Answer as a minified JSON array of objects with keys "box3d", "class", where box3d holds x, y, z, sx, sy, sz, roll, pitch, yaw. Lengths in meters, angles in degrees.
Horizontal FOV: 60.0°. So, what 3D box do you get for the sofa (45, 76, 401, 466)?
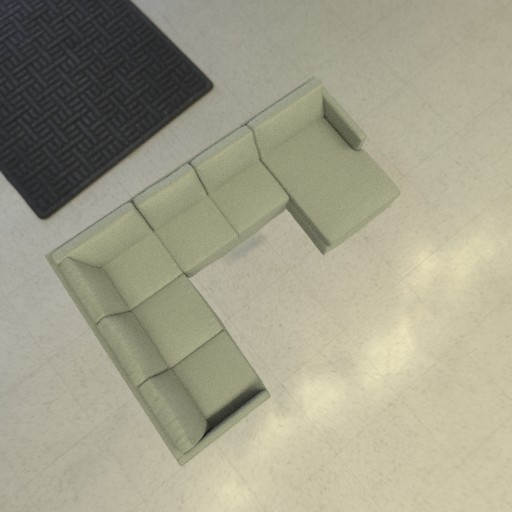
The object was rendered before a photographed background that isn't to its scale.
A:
[{"box3d":[0.000,0.000,4.651,3.460,0.882,2.427,-36,79,-8],"class":"sofa"}]
